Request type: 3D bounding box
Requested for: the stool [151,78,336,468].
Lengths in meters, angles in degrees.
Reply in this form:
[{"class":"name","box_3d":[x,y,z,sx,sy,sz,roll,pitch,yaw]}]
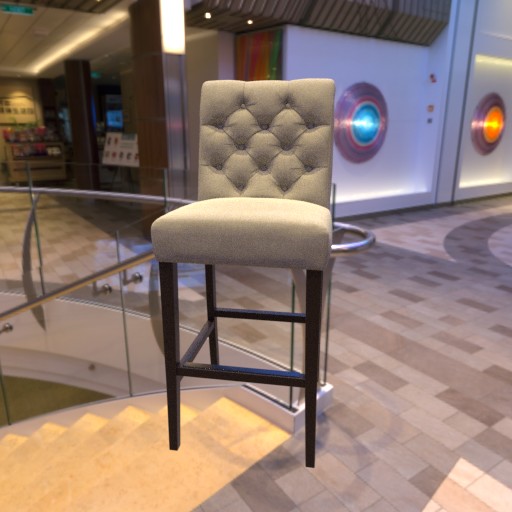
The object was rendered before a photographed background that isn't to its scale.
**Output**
[{"class":"stool","box_3d":[0.000,0.000,1.471,0.493,1.140,0.601,3,16,10]}]
